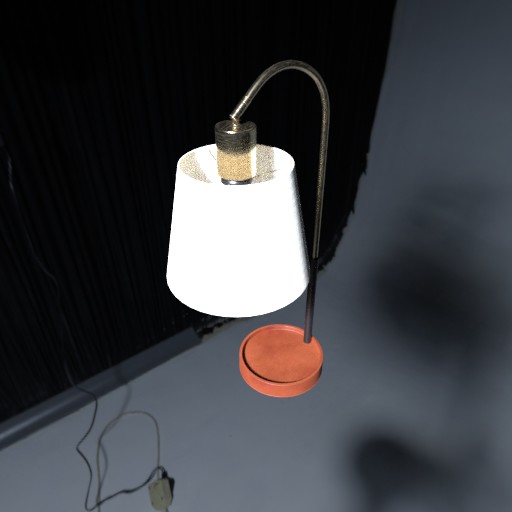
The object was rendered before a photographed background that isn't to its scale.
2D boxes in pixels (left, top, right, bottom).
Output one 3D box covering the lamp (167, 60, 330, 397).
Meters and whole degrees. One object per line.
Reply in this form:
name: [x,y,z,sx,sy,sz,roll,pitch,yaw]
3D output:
lamp: [0.000,0.000,0.666,0.273,0.536,0.211,-22,39,-30]
